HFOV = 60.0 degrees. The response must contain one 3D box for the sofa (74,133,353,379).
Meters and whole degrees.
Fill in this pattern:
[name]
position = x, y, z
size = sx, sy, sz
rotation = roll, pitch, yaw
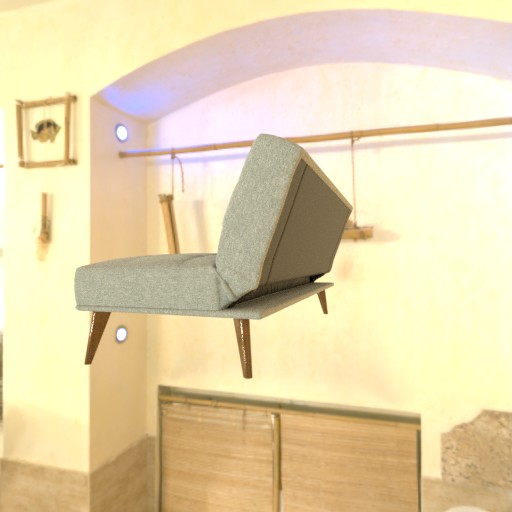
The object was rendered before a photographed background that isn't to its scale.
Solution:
[sofa]
position = 0.000, 0.000, 2.359
size = 0.860, 0.810, 1.800
rotation = 0, 0, 17
